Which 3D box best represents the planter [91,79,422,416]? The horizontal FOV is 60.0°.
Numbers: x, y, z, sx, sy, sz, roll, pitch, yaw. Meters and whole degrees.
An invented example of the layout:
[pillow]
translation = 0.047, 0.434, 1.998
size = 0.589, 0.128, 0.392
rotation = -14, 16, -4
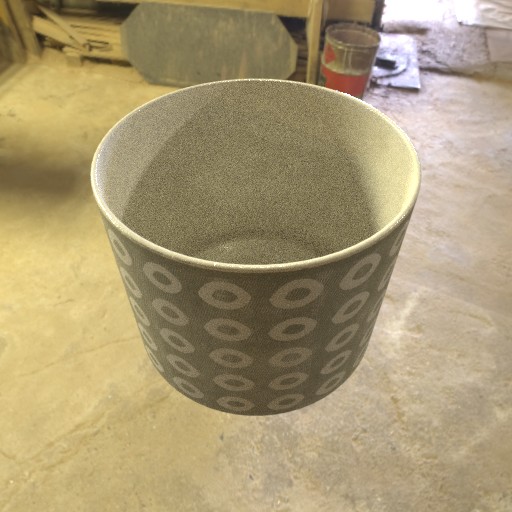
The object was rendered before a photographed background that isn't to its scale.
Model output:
[planter]
translation = 0.000, 0.000, 0.431
size = 0.250, 0.239, 0.250
rotation = 0, 46, 0
